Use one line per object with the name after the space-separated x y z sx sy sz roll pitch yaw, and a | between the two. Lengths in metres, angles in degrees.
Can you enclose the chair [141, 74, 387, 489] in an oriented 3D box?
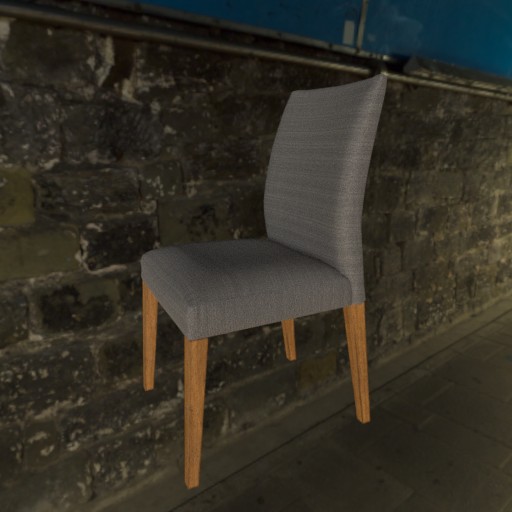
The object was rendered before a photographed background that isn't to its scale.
0.000 0.000 1.251 0.585 0.940 0.496 -7 16 -25 | chair
